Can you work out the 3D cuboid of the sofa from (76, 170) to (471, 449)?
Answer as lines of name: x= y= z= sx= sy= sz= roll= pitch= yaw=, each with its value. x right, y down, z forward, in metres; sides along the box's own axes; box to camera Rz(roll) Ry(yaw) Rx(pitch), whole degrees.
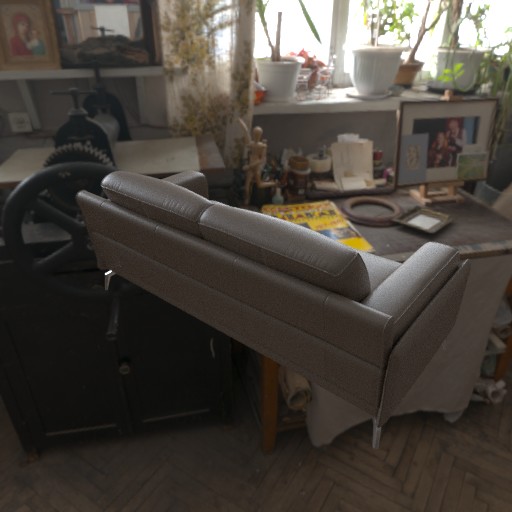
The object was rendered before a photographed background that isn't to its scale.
sofa: x=0.000 y=0.000 z=2.568 sx=2.101 sy=0.930 sz=1.049 roll=22 pitch=36 yaw=33
